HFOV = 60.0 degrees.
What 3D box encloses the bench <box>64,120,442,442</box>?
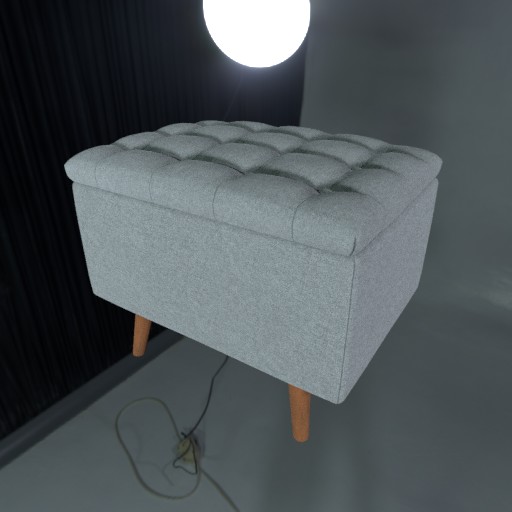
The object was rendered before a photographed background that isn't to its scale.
[{"bbox_3d":[0.000,0.000,0.901,0.572,0.469,0.417,17,32,29],"label":"bench"}]
